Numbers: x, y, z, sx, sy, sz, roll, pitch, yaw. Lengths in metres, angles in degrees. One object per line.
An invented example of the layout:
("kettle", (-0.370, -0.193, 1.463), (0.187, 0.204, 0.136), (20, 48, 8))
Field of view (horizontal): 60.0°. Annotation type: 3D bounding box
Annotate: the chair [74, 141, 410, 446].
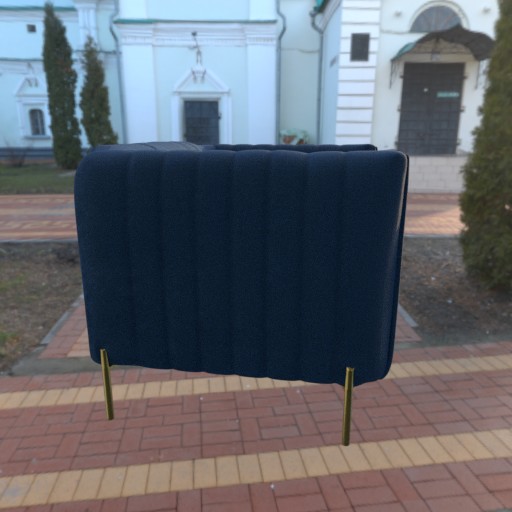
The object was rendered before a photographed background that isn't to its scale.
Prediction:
("chair", (0.000, 0.000, 1.588), (0.877, 0.793, 0.947), (3, 15, 9))
